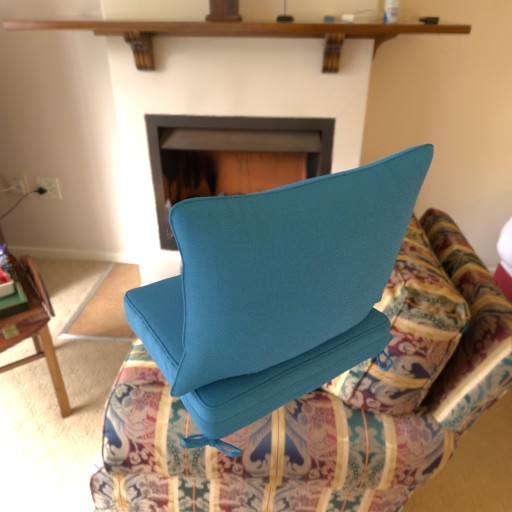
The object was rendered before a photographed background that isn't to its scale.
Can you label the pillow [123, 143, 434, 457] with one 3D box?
[{"bbox_3d":[0.000,0.000,1.372,0.798,0.725,0.733,-18,34,-29],"label":"pillow"}]
